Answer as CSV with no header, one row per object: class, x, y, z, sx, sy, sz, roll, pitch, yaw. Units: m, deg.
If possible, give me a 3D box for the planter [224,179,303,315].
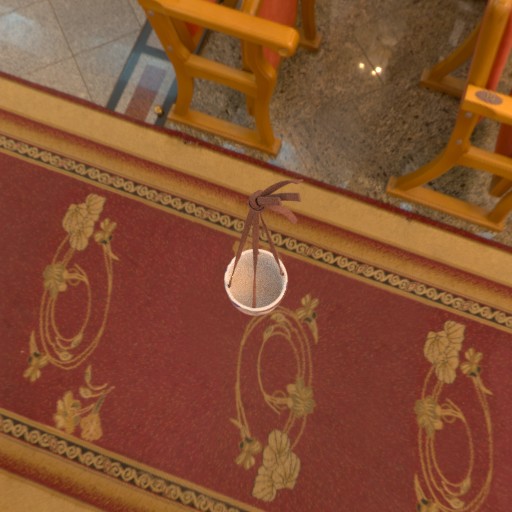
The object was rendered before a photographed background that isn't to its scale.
planter,0.000,0.000,0.836,0.157,0.753,0.153,20,77,5
